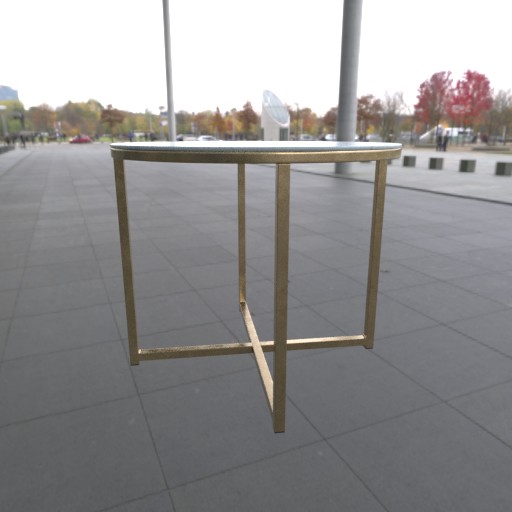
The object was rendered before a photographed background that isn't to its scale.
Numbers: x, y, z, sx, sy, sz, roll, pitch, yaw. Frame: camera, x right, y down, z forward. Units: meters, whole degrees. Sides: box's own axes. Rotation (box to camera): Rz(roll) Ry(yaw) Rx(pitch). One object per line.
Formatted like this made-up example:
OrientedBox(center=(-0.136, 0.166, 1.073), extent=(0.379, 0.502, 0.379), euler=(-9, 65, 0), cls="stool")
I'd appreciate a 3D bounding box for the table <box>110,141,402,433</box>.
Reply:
OrientedBox(center=(0.000, 0.000, 0.851), extent=(0.500, 0.420, 0.500), euler=(0, 15, 0), cls="table")
